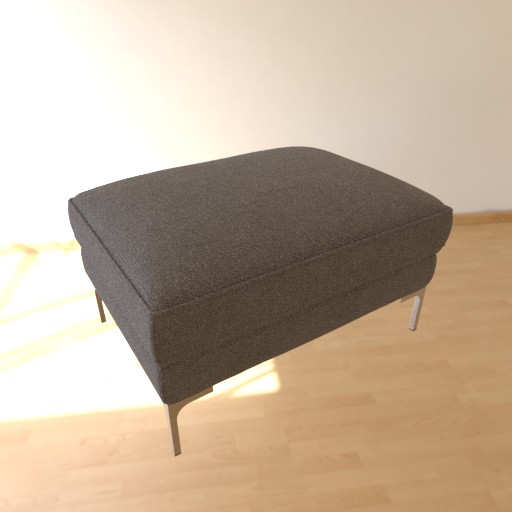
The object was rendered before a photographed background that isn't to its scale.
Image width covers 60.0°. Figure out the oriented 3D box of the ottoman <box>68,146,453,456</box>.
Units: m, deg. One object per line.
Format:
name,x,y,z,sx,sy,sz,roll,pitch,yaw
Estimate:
ottoman,0.000,0.000,1.172,0.785,0.464,0.583,-18,35,-28
